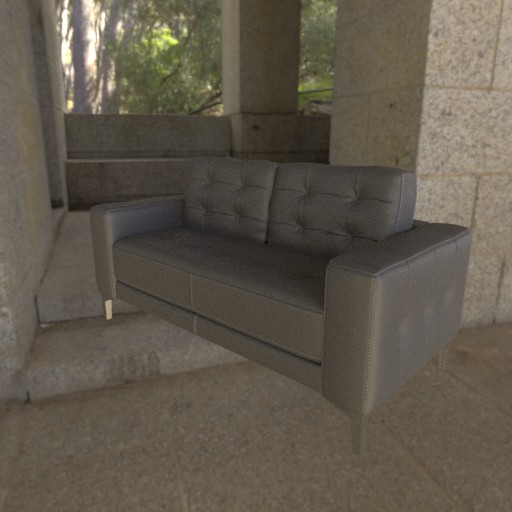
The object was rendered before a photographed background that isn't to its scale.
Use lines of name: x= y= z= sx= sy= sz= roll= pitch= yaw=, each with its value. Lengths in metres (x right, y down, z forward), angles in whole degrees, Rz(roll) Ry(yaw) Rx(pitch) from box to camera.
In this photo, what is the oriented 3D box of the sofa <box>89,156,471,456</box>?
sofa: x=0.000 y=0.000 z=2.144 sx=1.726 sy=0.892 sz=0.833 roll=14 pitch=21 yaw=41
